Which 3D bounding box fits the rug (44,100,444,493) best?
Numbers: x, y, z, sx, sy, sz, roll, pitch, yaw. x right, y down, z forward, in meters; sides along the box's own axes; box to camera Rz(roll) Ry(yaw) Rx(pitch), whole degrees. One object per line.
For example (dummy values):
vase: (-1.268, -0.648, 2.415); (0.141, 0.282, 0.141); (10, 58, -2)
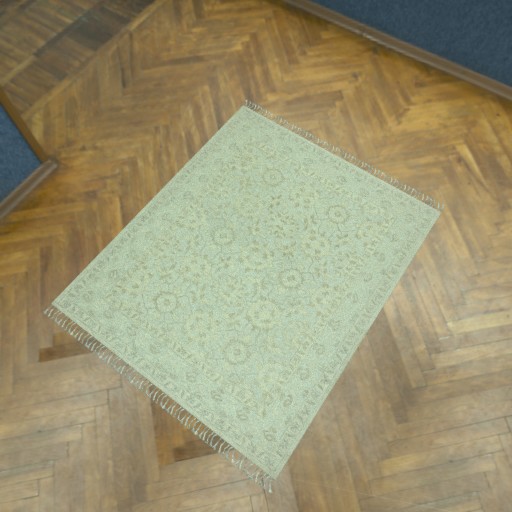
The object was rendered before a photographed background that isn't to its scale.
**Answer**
rug: (0.000, 0.000, 4.094); (2.444, 0.013, 3.043); (33, 68, 15)
